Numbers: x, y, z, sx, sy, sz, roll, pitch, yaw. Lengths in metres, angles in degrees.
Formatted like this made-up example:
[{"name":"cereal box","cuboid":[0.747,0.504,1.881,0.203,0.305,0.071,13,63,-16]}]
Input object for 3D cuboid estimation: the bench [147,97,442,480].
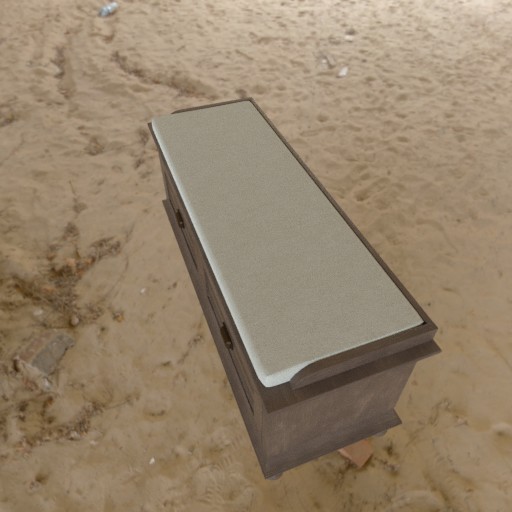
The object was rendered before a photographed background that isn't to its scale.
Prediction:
[{"name":"bench","cuboid":[0.000,0.000,1.429,0.402,0.501,1.185,-15,48,-14]}]
